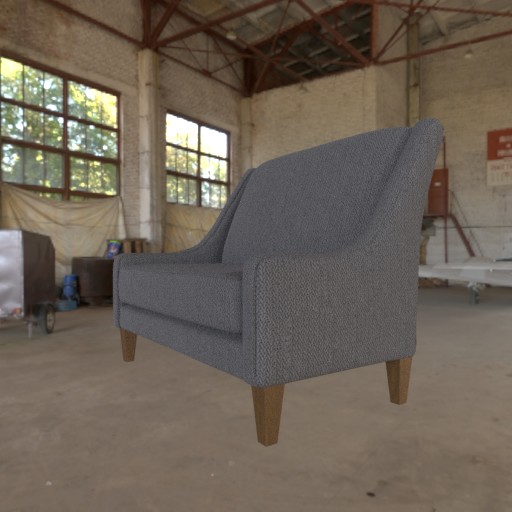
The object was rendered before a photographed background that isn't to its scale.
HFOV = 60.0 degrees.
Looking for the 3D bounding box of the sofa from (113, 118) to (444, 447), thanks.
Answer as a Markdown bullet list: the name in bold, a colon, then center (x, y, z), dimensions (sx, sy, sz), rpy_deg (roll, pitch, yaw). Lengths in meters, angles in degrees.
- **sofa**: center (0.000, 0.000, 1.889), dimensions (0.873, 1.022, 1.242), rpy_deg (0, 1, -35)
